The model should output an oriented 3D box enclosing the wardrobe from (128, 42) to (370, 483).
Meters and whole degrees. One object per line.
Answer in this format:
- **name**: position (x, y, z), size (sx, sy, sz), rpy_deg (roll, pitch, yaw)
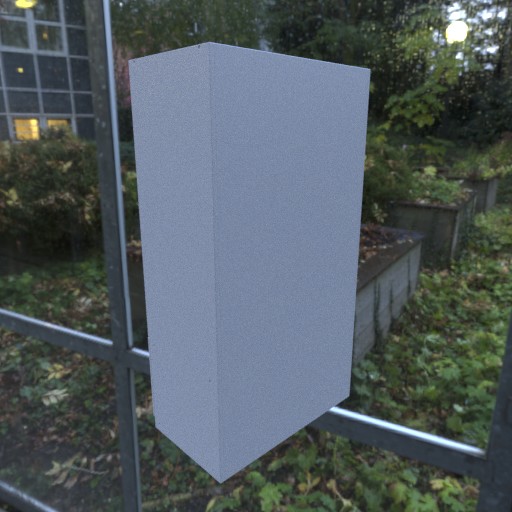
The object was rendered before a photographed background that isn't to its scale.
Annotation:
- **wardrobe**: position (0.000, 0.000, 2.270), size (0.991, 1.808, 0.577), rpy_deg (-14, 21, -42)
